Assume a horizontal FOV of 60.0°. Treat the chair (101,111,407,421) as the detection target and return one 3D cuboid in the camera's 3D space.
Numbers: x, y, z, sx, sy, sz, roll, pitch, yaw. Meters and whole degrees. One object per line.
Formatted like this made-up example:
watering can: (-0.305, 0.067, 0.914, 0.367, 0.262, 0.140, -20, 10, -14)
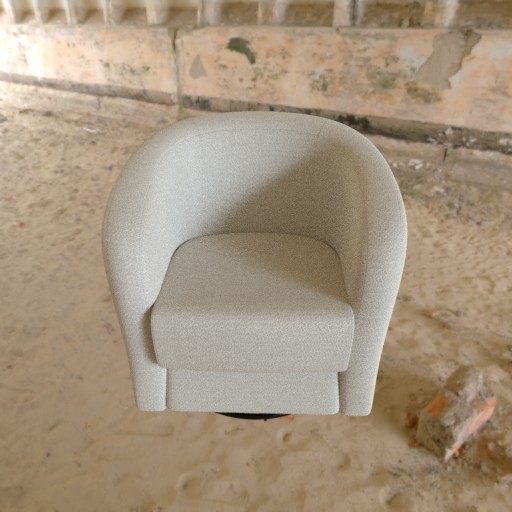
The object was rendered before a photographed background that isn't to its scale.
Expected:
chair: (0.000, 0.000, 1.437, 0.791, 0.771, 0.815, 1, 29, 1)
